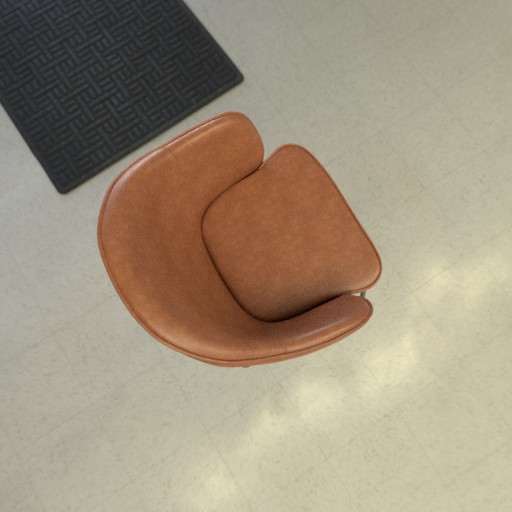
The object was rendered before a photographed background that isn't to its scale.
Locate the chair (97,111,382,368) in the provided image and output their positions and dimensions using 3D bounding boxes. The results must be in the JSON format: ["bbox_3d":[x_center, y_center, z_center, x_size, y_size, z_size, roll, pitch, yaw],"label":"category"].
[{"bbox_3d":[0.000,0.000,1.190,0.580,0.785,0.582,-30,78,-7],"label":"chair"}]
